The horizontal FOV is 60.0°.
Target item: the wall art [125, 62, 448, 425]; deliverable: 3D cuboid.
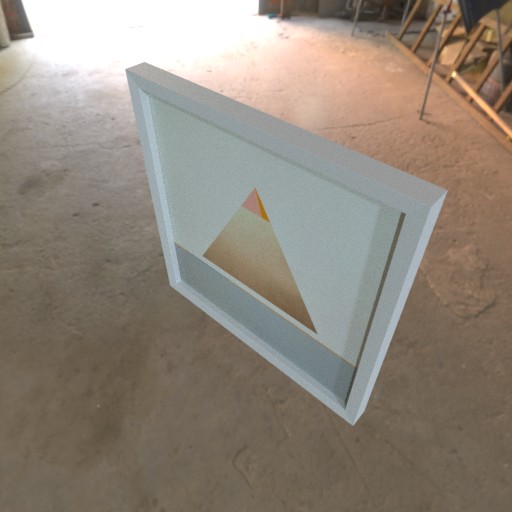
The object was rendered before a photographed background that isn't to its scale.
[{"bbox_3d":[0.000,0.000,1.919,1.289,1.291,0.098,32,53,28],"label":"wall art"}]
